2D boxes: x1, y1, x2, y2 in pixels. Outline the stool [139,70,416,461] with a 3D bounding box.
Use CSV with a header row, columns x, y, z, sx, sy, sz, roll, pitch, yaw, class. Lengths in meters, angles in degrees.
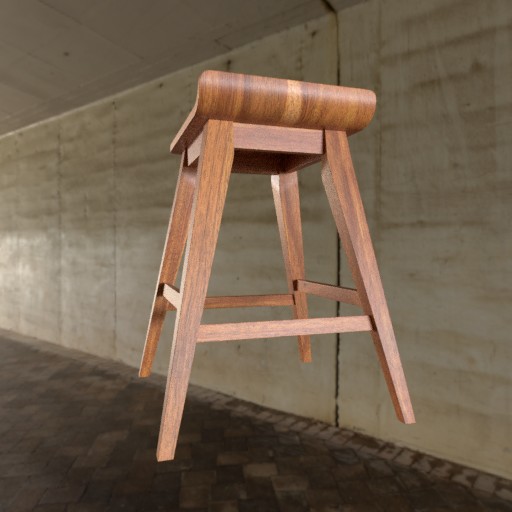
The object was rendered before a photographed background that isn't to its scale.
x,y,z,sx,sy,sz,roll,pitch,yaw,class
0.000,0.000,1.025,0.500,0.650,0.500,-1,2,-18,stool
